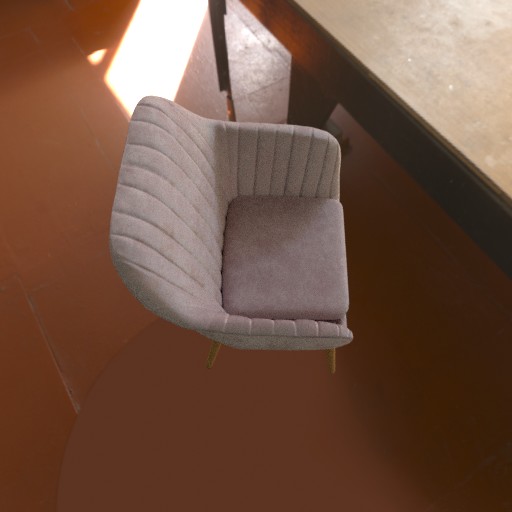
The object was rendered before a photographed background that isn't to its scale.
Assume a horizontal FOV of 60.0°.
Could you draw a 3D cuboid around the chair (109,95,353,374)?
[{"bbox_3d":[0.000,0.000,1.279,0.570,0.832,0.610,2,64,1],"label":"chair"}]
